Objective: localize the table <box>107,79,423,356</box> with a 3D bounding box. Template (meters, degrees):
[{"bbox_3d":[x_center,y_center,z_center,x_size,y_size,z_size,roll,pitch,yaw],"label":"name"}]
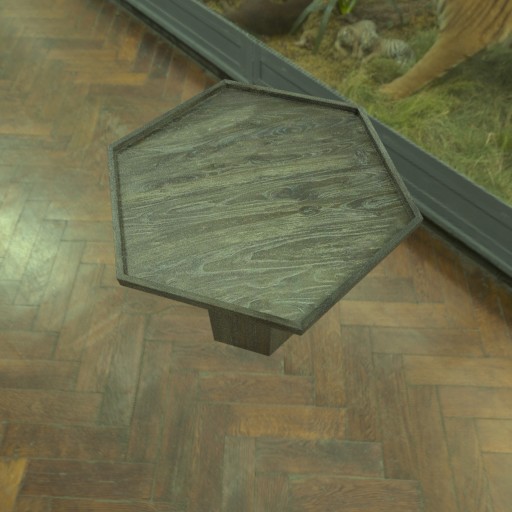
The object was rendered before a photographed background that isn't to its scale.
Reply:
[{"bbox_3d":[0.000,0.000,1.166,0.683,0.586,0.592,14,59,9],"label":"table"}]
